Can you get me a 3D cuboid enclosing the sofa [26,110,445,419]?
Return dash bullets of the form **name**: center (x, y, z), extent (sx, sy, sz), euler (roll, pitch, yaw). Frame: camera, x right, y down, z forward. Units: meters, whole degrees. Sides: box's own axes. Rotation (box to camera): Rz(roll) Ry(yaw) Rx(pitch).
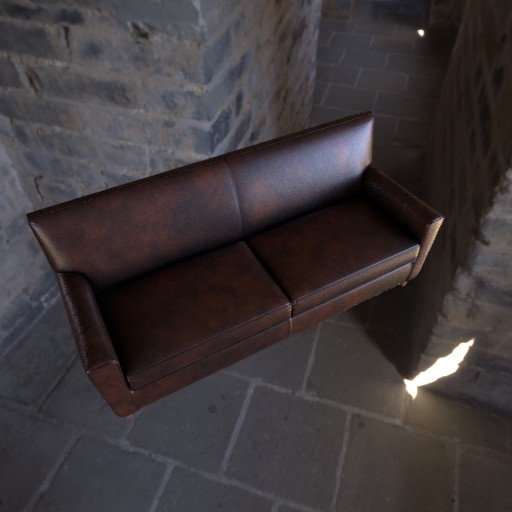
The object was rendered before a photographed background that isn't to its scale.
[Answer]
- **sofa**: center (0.000, 0.000, 2.439), extent (1.995, 0.871, 0.786), euler (-22, 50, -20)
